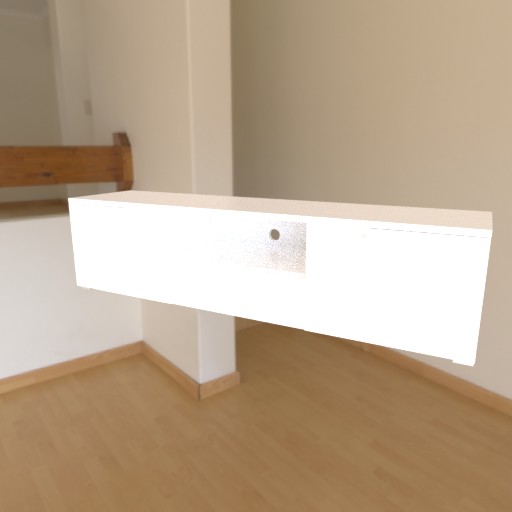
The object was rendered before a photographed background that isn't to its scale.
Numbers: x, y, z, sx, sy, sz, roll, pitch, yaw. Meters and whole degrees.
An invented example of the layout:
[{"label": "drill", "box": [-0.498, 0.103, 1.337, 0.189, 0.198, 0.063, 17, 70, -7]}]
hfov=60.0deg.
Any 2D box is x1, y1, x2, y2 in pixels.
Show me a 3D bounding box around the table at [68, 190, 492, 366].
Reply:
[{"label": "table", "box": [0.000, 0.000, 1.794, 1.650, 0.420, 0.390, 7, 16, 26]}]
